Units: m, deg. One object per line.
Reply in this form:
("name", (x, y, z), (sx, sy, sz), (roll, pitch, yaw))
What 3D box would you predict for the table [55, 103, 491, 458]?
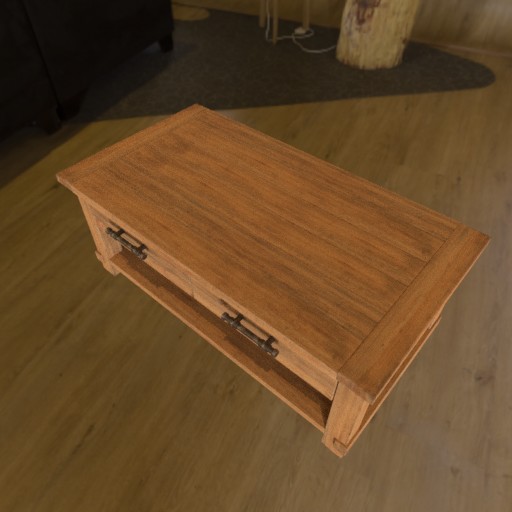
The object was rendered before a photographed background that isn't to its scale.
("table", (0.000, 0.000, 1.607), (1.270, 0.494, 0.693), (32, 54, 27))
